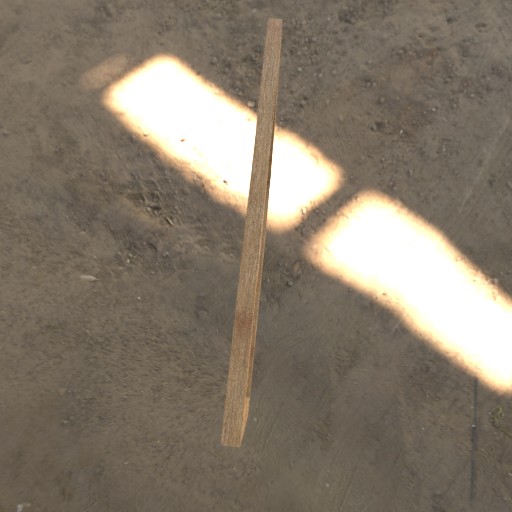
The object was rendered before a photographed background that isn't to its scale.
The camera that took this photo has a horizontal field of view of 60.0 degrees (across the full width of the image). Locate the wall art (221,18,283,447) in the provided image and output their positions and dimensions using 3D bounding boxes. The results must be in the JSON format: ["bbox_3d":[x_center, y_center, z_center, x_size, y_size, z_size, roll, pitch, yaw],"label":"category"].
[{"bbox_3d":[0.000,0.000,0.955,0.026,0.588,0.690,5,74,2],"label":"wall art"}]
